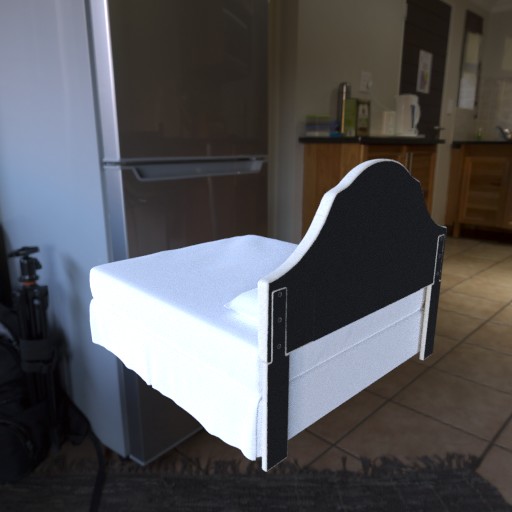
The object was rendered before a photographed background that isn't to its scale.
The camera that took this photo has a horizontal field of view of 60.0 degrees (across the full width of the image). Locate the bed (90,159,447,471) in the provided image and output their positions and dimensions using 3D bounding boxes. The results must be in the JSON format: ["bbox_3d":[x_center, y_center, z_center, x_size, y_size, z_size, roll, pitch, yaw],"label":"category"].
[{"bbox_3d":[0.000,0.000,3.595,2.008,1.615,2.214,-14,20,-42],"label":"bed"}]
